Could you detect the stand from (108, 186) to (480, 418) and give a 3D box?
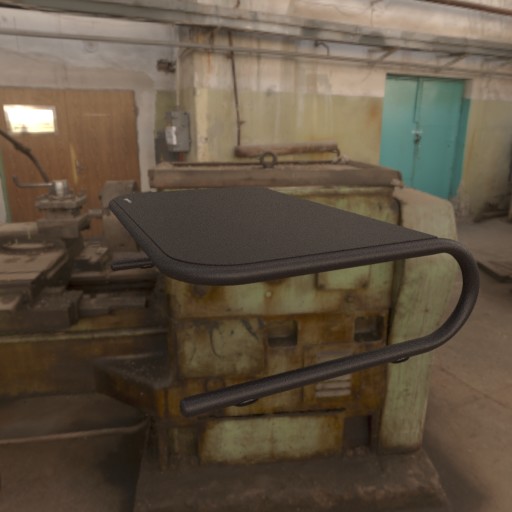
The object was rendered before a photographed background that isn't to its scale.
[{"bbox_3d":[0.000,0.000,0.504,0.280,0.108,0.370,-7,18,-24],"label":"stand"}]
